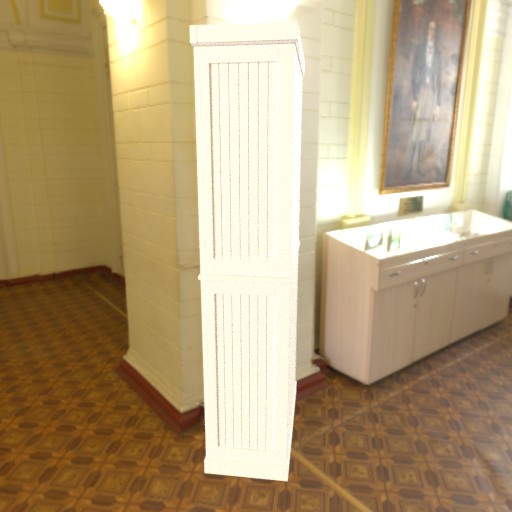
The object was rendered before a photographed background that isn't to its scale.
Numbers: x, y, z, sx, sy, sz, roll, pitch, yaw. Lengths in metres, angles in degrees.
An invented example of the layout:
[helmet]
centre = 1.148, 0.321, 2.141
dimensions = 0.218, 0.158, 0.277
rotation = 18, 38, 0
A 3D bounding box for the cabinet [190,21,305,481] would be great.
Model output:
[cabinet]
centre = 0.000, 0.000, 2.103
dimensions = 0.390, 1.829, 0.754
rotation = 2, 14, 8
